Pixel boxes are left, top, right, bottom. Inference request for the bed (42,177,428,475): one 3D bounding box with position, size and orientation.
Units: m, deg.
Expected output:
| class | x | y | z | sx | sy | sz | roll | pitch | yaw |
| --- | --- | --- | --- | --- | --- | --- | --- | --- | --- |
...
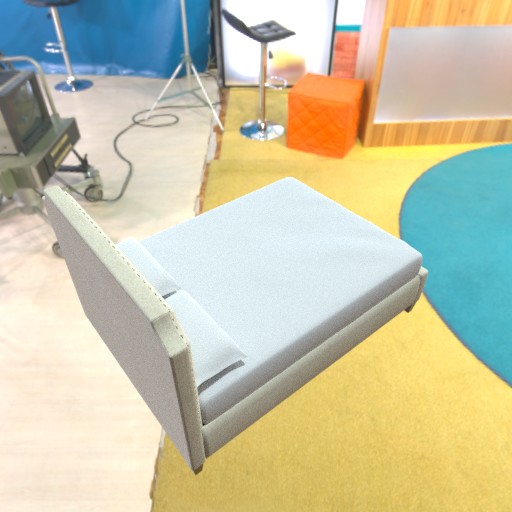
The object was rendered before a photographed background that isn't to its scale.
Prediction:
| class | x | y | z | sx | sy | sz | roll | pitch | yaw |
| --- | --- | --- | --- | --- | --- | --- | --- | --- | --- |
| bed | 0.000 | 0.000 | 3.467 | 2.381 | 1.457 | 1.713 | -28 | 48 | -29 |
